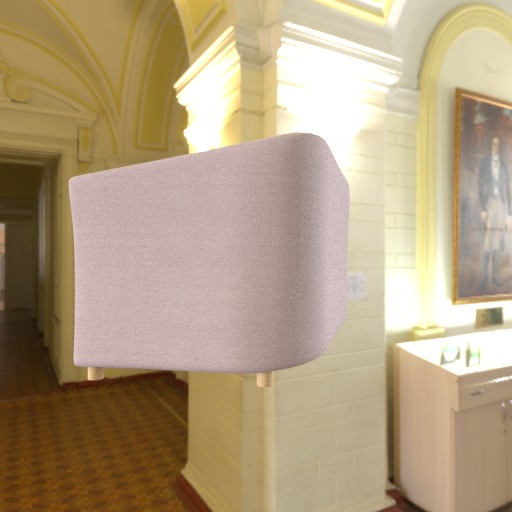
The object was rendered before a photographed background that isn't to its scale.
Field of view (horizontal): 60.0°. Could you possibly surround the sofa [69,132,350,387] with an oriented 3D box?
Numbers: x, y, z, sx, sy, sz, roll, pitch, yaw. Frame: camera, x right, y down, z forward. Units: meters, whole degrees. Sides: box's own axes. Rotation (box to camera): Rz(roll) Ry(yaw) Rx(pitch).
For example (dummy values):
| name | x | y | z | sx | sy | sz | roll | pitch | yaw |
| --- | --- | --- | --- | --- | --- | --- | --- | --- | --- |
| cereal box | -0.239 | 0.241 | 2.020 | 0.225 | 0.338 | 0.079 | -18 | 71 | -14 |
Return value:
| name | x | y | z | sx | sy | sz | roll | pitch | yaw |
| --- | --- | --- | --- | --- | --- | --- | --- | --- | --- |
| sofa | 0.000 | 0.000 | 1.850 | 0.705 | 0.721 | 1.452 | 0 | 0 | 16 |
